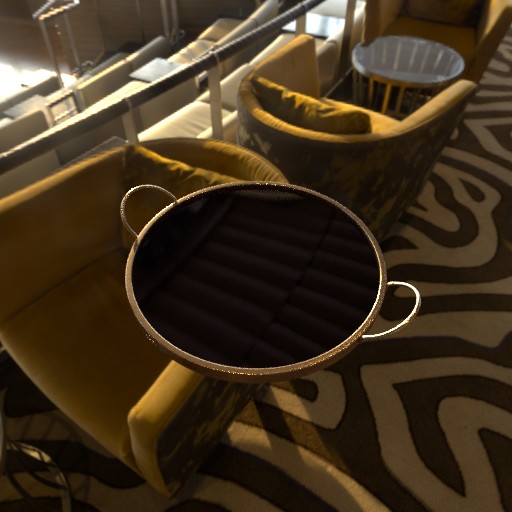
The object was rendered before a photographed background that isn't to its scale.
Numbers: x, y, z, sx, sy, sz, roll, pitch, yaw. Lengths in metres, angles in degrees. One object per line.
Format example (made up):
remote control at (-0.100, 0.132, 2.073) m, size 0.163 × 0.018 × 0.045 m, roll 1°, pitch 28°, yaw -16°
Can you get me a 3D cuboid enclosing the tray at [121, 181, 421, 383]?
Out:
tray at (0.000, 0.000, 0.755) m, size 0.543 × 0.069 × 0.438 m, roll 23°, pitch 50°, yaw 20°
